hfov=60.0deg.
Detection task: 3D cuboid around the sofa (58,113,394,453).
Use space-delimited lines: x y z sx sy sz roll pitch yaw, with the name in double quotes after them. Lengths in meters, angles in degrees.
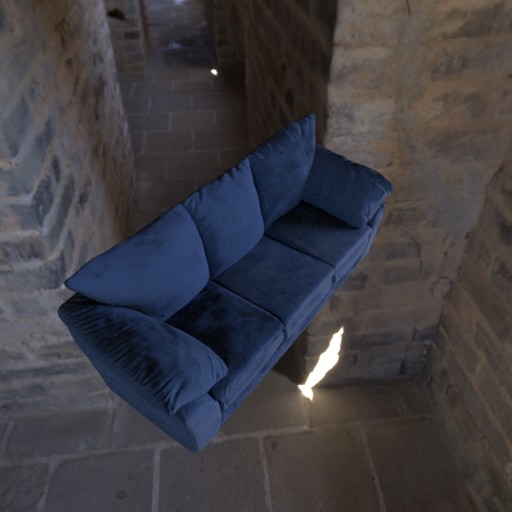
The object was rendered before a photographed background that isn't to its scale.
0.000 0.000 2.882 0.907 1.091 2.390 26 47 27 "sofa"
